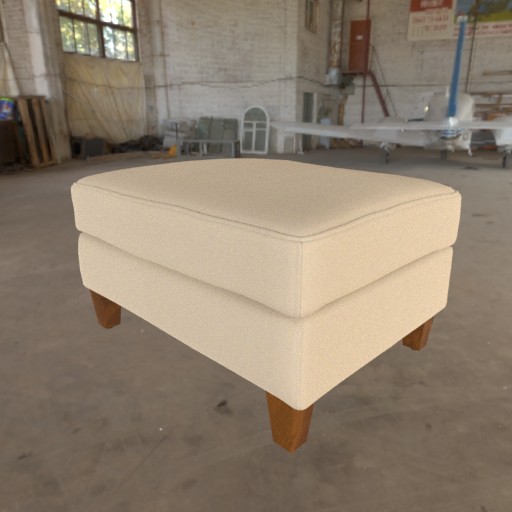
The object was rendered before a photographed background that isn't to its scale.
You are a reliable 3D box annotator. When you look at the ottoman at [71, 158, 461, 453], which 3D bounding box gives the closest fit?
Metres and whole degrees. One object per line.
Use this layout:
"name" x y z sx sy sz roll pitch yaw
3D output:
"ottoman" 0.000 0.000 1.177 0.818 0.485 0.634 17 25 42
